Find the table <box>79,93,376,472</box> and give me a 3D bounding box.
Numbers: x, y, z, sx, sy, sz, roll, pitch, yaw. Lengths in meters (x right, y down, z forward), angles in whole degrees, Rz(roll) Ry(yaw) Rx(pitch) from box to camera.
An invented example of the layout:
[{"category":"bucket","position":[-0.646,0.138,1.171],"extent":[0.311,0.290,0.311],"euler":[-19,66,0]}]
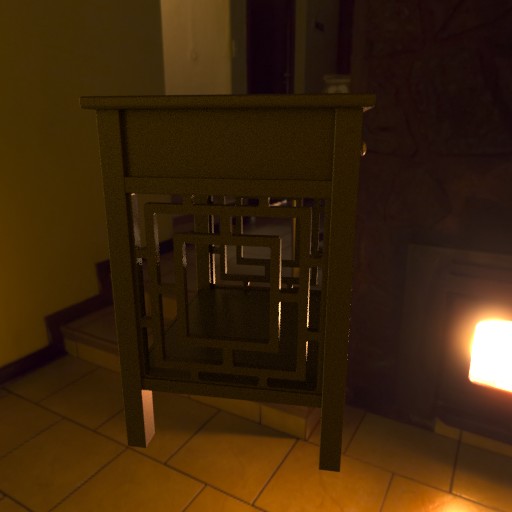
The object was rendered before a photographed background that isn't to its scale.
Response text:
[{"category":"table","position":[0.000,0.000,0.995],"extent":[0.451,0.646,0.564],"euler":[3,16,9]}]
